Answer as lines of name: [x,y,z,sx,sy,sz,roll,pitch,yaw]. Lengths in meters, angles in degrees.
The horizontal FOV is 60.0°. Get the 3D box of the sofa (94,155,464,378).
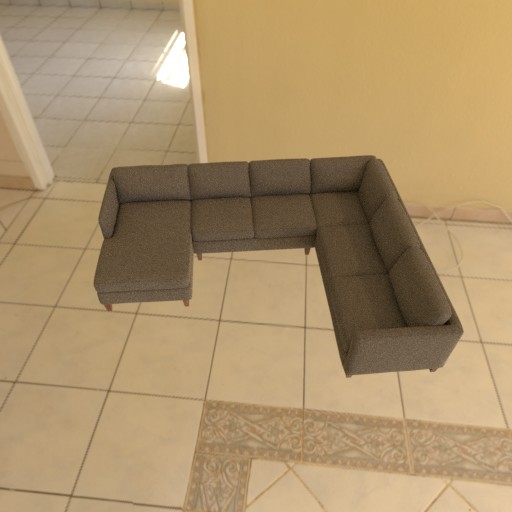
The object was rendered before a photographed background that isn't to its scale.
sofa: [0.000,0.000,4.557,3.238,0.853,2.551,-3,46,-3]
